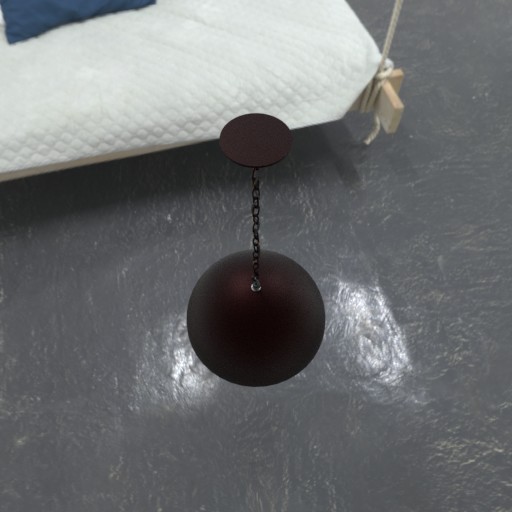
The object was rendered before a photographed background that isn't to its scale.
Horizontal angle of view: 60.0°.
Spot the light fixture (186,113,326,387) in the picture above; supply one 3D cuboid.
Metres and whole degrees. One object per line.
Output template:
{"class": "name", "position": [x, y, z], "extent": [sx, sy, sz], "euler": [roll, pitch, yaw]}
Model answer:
{"class": "light fixture", "position": [0.000, 0.000, 1.211], "extent": [0.492, 0.869, 0.492], "euler": [-31, 64, -17]}
